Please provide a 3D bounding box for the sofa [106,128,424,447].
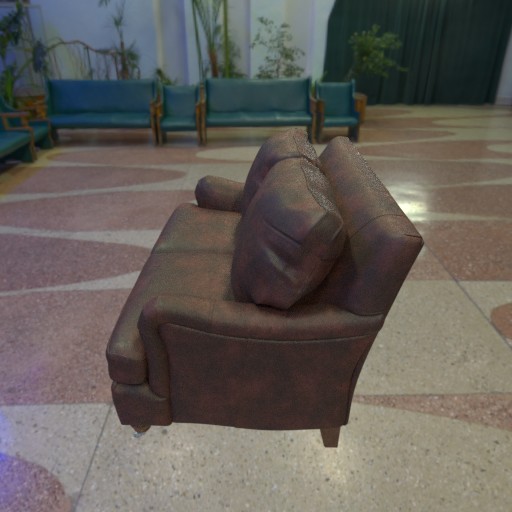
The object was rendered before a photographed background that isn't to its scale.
[{"bbox_3d":[0.000,0.000,2.319,1.148,1.070,1.628,1,27,1],"label":"sofa"}]
